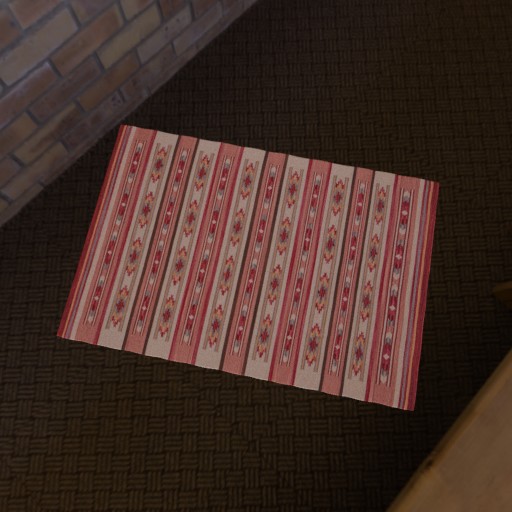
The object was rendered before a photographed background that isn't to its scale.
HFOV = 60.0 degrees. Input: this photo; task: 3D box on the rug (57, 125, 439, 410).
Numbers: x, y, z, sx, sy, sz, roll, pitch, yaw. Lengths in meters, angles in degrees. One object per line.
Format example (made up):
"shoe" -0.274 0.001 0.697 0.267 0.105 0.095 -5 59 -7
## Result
"rug" 0.000 0.000 2.348 1.817 0.008 1.223 11 76 3
